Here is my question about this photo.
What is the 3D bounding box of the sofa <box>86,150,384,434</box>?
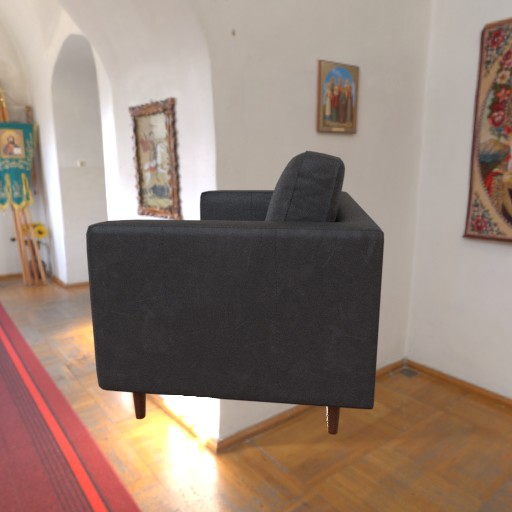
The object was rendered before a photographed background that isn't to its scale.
[{"bbox_3d":[0.000,0.000,1.967,0.879,0.899,1.430,2,12,7],"label":"sofa"}]
